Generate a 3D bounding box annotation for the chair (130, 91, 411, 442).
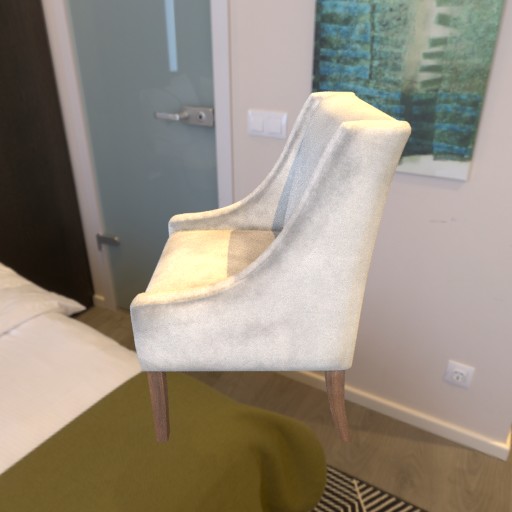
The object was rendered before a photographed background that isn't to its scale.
[{"bbox_3d":[0.000,0.000,1.346,0.629,0.895,0.629,0,26,0],"label":"chair"}]
